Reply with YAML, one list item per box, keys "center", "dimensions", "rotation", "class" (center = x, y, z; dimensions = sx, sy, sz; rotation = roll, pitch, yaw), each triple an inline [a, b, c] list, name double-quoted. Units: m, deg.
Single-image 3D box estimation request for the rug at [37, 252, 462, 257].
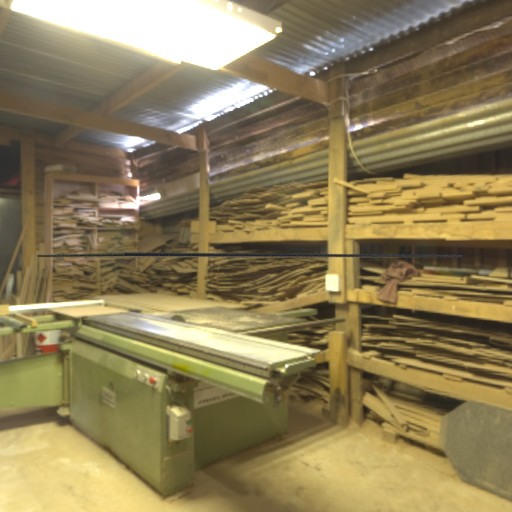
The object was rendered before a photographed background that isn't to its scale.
- center: [0.000, 0.000, 2.856]
  dimensions: [2.294, 0.014, 1.528]
  rotation: [0, 0, -37]
  class: "rug"
